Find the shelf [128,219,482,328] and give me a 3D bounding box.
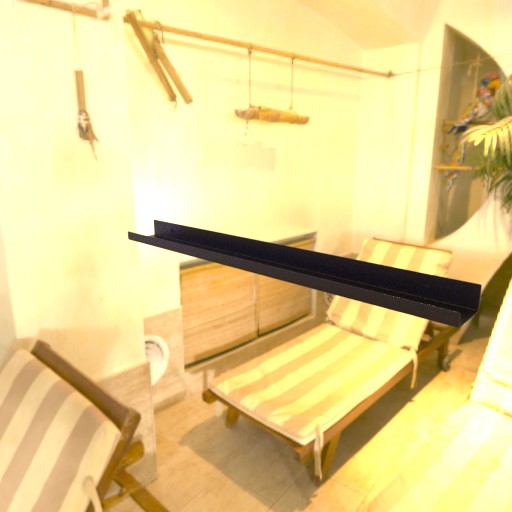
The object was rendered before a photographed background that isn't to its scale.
[{"bbox_3d":[0.000,0.000,1.003,0.924,0.049,0.092,13,19,41],"label":"shelf"}]
